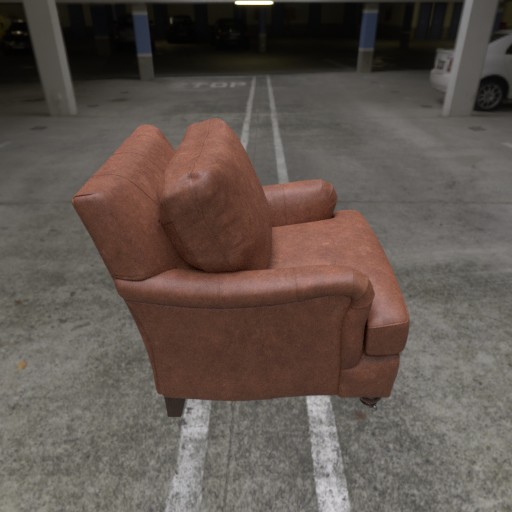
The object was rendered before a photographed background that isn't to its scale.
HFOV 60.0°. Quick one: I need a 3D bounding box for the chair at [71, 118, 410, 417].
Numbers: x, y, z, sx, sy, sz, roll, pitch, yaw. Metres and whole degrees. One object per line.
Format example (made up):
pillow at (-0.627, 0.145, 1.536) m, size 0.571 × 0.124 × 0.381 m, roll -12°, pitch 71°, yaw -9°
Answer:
chair at (0.000, 0.000, 1.970) m, size 1.158 × 1.055 × 0.986 m, roll 0°, pitch 30°, yaw 0°
